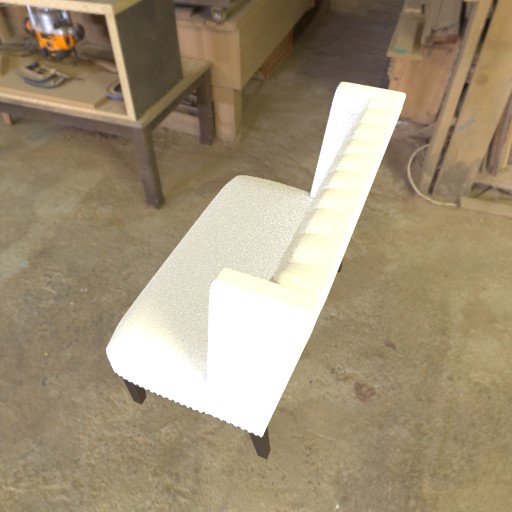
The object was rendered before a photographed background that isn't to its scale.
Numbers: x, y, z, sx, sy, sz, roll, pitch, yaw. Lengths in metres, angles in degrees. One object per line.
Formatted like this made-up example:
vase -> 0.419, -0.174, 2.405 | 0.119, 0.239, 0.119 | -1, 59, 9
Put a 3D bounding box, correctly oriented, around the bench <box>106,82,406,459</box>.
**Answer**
bench -> 0.000, 0.000, 1.976 | 0.847, 1.123, 1.280 | 17, 49, 16
